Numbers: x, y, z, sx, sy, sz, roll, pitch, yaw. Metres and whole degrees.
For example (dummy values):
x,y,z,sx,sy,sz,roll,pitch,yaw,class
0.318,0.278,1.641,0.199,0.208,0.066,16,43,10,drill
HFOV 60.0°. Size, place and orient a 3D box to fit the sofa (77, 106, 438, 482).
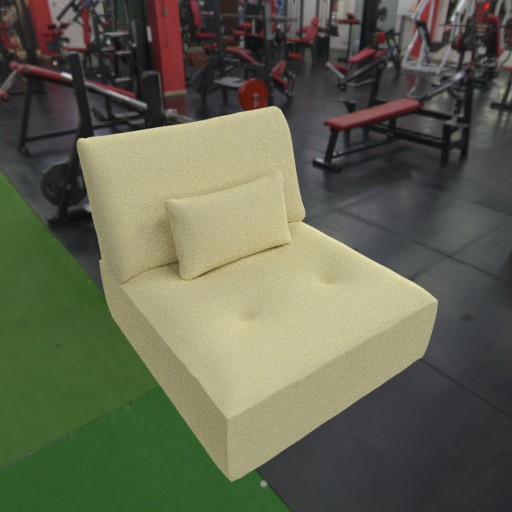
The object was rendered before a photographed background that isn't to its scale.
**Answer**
x,y,z,sx,sy,sz,roll,pitch,yaw,class
0.000,0.000,1.662,0.930,0.820,1.000,-20,37,-30,sofa
